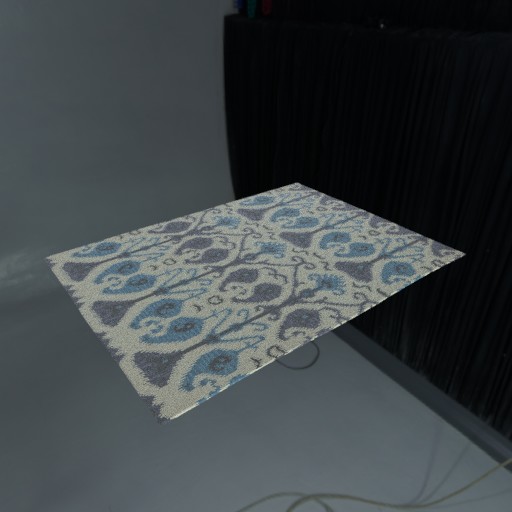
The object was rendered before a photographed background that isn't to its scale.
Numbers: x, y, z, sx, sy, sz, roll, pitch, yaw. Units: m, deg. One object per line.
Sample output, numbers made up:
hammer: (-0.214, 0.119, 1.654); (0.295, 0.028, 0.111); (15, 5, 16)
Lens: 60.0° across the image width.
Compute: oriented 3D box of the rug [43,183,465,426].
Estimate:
rug: (0.000, 0.000, 2.940); (2.261, 0.013, 1.676); (-21, 36, -32)
